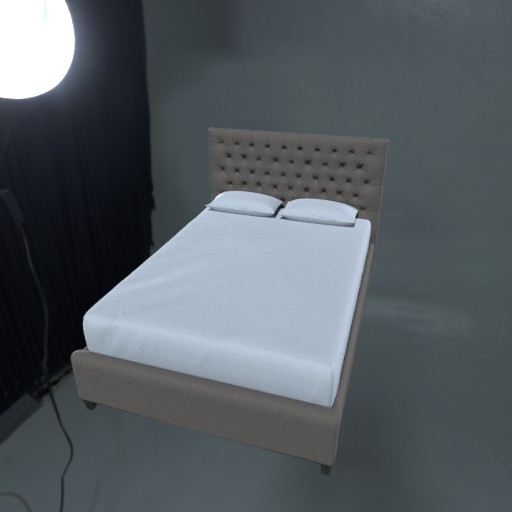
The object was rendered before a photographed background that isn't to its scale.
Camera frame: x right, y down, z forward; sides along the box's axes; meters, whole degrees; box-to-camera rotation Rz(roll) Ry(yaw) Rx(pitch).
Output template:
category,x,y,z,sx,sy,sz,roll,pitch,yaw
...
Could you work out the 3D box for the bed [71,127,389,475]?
category,x,y,z,sx,sy,sz,roll,pitch,yaw
bed,0.000,0.000,3.404,1.698,1.427,2.387,8,28,16
